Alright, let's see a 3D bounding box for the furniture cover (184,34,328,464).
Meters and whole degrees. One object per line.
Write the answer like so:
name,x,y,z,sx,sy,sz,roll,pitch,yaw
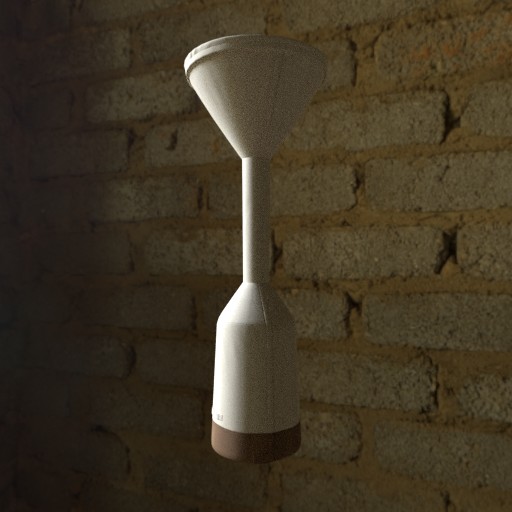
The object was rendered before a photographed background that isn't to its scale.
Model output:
furniture cover,0.000,0.000,2.860,0.914,2.413,0.914,0,0,-18
